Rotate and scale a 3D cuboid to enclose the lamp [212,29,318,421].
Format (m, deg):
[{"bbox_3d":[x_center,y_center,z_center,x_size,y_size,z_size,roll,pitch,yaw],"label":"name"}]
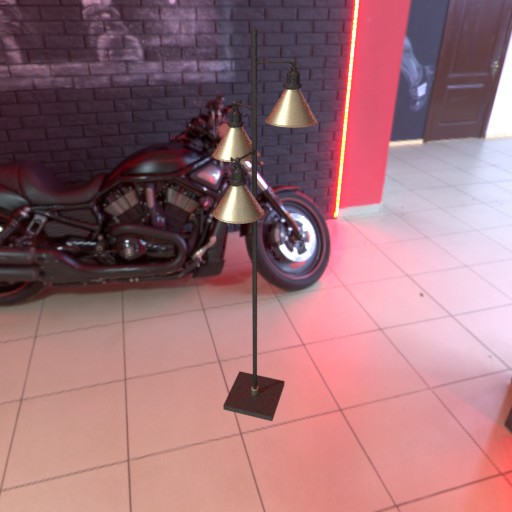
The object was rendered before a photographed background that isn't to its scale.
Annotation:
[{"bbox_3d":[0.000,0.000,1.882,0.428,1.716,0.415,8,30,14],"label":"lamp"}]
